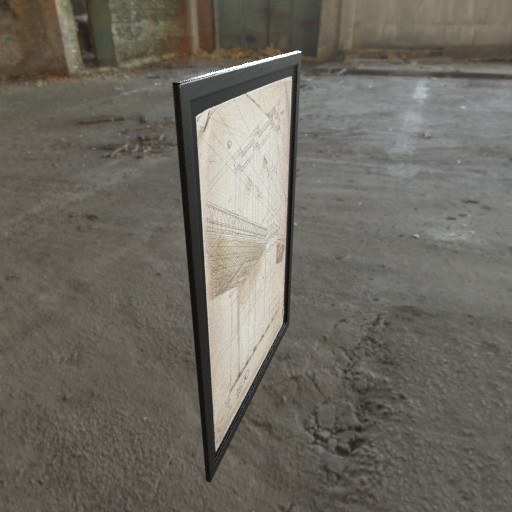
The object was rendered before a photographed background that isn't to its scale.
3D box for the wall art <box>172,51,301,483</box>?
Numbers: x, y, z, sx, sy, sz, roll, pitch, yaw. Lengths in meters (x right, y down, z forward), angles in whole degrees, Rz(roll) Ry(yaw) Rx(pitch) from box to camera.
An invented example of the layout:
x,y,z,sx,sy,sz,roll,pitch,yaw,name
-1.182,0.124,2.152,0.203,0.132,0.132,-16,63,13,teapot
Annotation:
x,y,z,sx,sy,sz,roll,pitch,yaw,name
0.000,0.000,1.203,0.013,0.967,0.707,10,30,18,wall art
